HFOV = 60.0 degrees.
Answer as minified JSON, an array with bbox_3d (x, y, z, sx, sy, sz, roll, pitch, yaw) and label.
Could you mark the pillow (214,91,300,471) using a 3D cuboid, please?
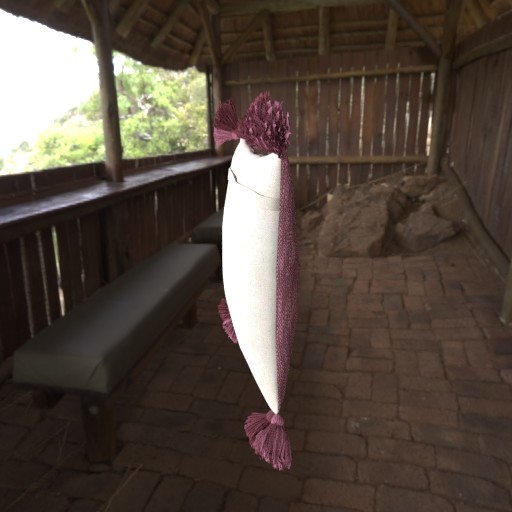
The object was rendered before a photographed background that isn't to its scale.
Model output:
[{"bbox_3d":[0.000,0.000,0.957,0.138,0.659,0.641,-3,18,-9],"label":"pillow"}]
